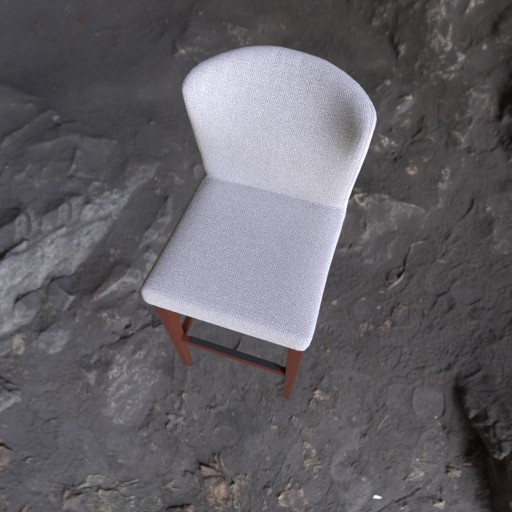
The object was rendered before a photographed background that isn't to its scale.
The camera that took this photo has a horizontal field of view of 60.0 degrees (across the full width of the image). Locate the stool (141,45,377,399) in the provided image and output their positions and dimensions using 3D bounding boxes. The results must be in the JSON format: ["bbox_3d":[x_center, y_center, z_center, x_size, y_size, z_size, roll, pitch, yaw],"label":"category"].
[{"bbox_3d":[0.000,0.000,1.387,0.481,1.069,0.568,16,60,9],"label":"stool"}]
